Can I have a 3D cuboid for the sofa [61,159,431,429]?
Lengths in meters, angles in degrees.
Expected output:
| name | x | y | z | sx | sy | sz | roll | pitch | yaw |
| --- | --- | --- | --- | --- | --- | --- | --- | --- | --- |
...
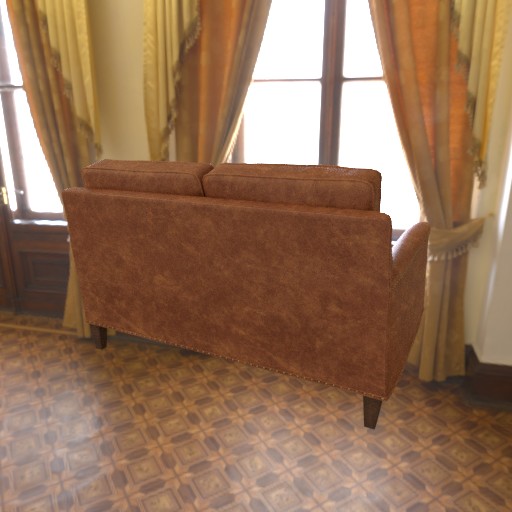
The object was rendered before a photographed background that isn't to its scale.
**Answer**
| name | x | y | z | sx | sy | sz | roll | pitch | yaw |
| --- | --- | --- | --- | --- | --- | --- | --- | --- | --- |
| sofa | 0.000 | 0.000 | 2.280 | 1.597 | 1.003 | 1.084 | 8 | 18 | 26 |
